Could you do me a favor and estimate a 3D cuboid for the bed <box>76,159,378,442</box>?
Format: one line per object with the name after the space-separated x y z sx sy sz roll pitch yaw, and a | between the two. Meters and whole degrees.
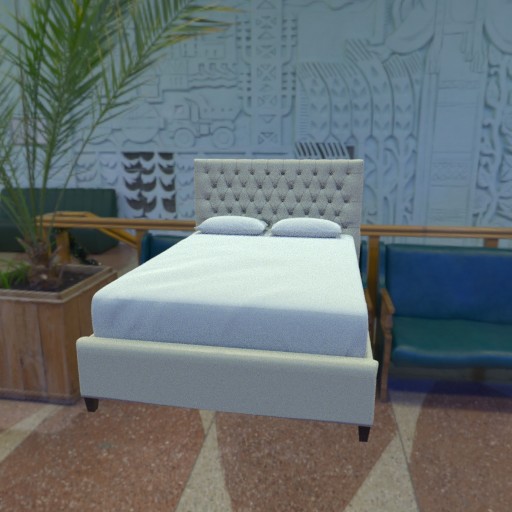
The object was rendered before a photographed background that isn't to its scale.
0.000 0.000 3.446 1.698 1.427 2.387 2 14 10 | bed
